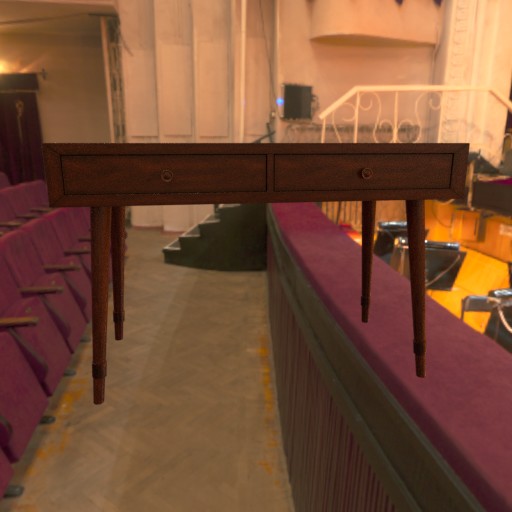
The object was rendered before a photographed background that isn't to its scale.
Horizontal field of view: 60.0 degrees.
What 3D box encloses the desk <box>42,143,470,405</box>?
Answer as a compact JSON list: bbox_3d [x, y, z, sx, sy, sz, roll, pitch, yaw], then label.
[{"bbox_3d":[0.000,0.000,2.087,1.577,1.031,0.734,-2,14,-9],"label":"desk"}]
